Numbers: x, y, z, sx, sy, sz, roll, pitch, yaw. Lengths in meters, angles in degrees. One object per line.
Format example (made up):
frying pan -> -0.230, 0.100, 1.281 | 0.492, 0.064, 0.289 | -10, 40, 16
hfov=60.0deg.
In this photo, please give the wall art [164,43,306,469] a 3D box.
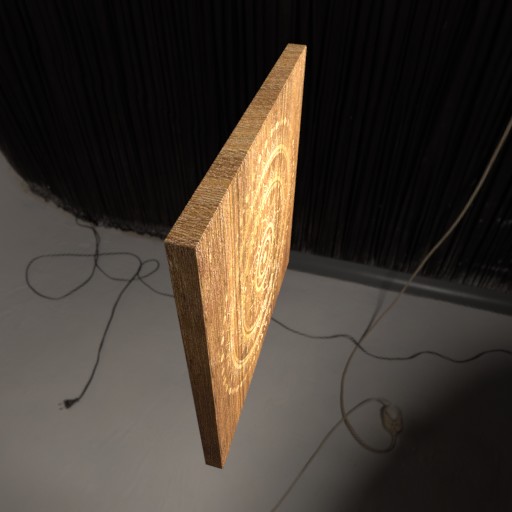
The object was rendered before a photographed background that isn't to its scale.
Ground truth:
wall art -> 0.000, 0.000, 0.880 | 0.042, 0.608, 0.611 | 11, 46, 11
